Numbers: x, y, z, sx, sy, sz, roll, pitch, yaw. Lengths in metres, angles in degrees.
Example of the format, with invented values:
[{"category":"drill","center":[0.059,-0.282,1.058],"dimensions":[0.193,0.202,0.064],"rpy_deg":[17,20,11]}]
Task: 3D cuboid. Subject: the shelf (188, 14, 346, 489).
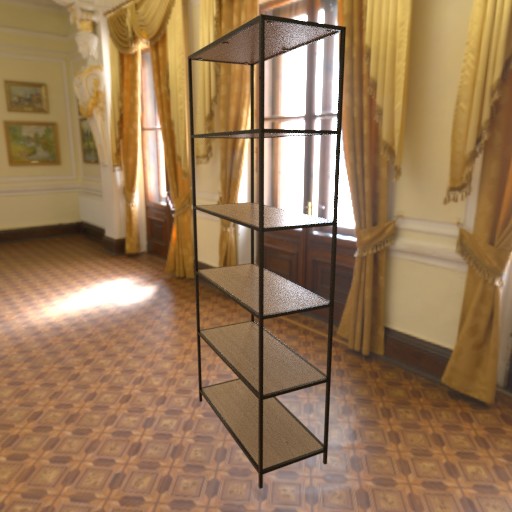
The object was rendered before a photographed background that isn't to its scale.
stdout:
[{"category":"shelf","center":[0.000,0.000,2.094],"dimensions":[0.350,1.850,0.770],"rpy_deg":[-7,15,-26]}]
